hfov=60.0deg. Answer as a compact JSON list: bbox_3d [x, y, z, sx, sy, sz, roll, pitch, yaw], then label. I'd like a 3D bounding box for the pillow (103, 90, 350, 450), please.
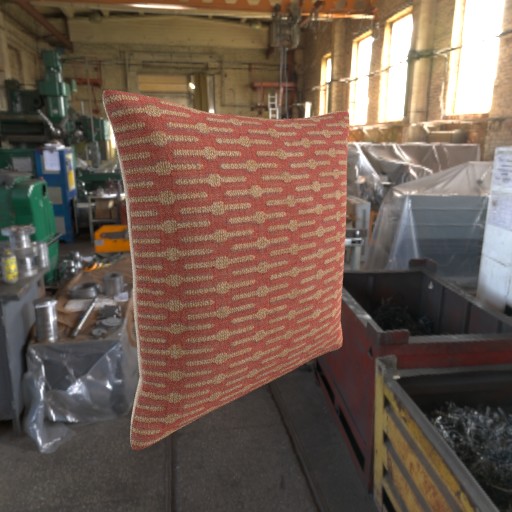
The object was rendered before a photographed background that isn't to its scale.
[{"bbox_3d":[0.000,0.000,0.764,0.511,0.503,0.182,-13,19,-42],"label":"pillow"}]
